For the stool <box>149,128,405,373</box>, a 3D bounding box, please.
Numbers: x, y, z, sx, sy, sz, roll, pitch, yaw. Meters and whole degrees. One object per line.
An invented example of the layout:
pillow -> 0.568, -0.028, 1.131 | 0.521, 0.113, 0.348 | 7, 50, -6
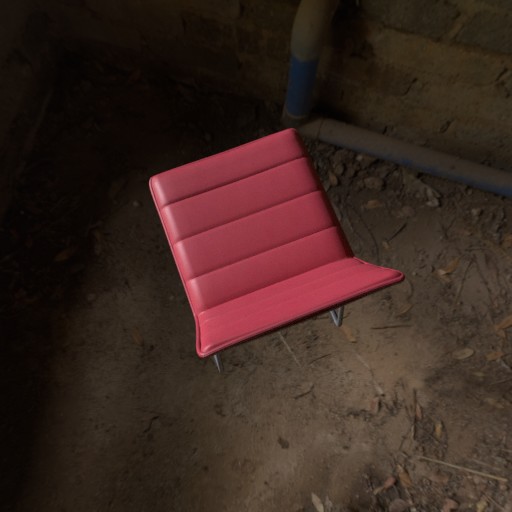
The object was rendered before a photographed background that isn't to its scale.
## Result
stool -> 0.000, 0.000, 1.254 | 0.489, 0.937, 0.524 | -20, 77, -5
